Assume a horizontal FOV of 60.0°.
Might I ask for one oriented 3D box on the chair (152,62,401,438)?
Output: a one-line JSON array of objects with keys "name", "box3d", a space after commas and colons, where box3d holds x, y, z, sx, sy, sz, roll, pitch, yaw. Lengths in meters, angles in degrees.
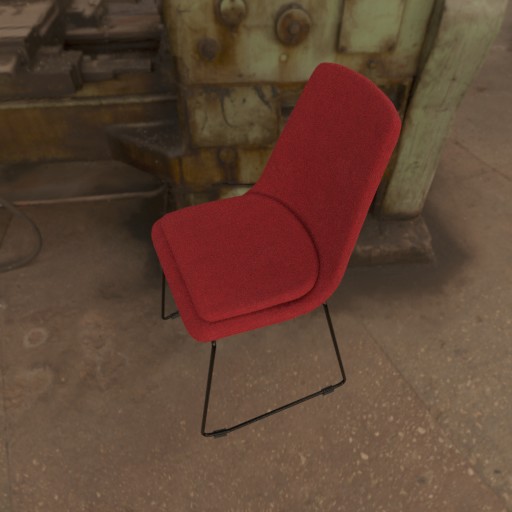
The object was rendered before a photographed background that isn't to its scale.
[{"name": "chair", "box3d": [0.000, 0.000, 1.159, 0.518, 0.858, 0.479, -17, 48, -16]}]
